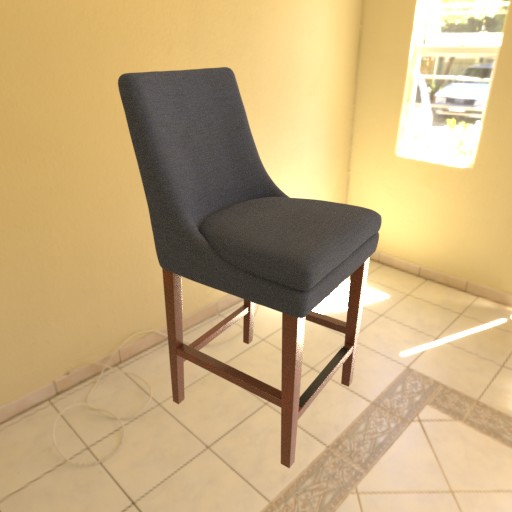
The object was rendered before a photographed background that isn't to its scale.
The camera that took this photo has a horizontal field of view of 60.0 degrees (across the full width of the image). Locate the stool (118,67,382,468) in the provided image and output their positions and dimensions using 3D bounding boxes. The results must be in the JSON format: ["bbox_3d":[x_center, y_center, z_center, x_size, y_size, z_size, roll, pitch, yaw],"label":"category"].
[{"bbox_3d":[0.000,0.000,1.281,0.577,0.981,0.470,17,30,31],"label":"stool"}]
